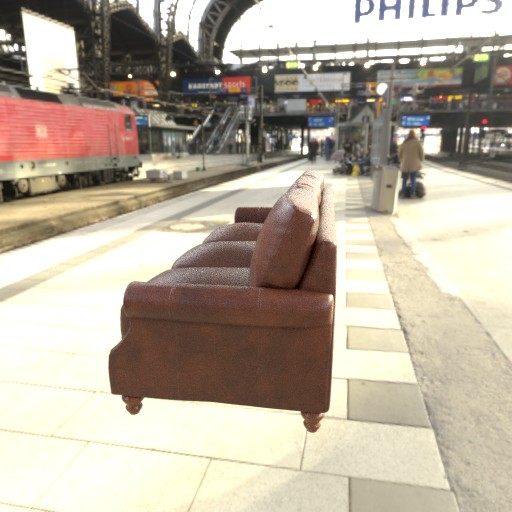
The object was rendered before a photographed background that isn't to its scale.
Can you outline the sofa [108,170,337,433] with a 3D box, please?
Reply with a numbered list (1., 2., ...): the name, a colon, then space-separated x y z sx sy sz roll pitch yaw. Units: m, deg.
1. sofa: 0.000 0.000 2.819 0.973 0.977 2.351 2 15 9
